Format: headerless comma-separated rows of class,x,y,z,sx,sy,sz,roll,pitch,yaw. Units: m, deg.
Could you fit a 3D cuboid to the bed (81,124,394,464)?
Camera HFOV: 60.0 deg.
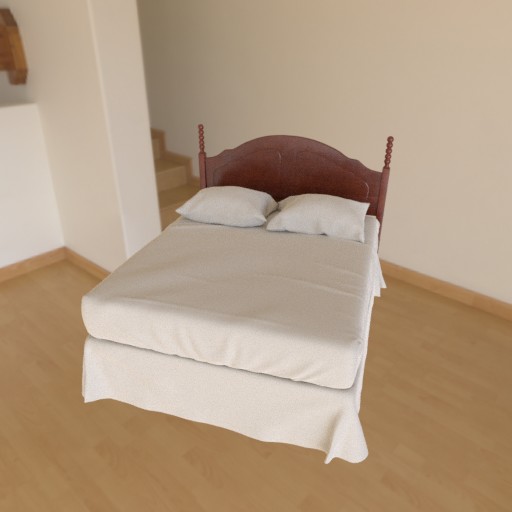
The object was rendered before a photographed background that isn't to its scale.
bed,0.000,0.000,3.122,1.873,1.356,2.040,8,29,15
